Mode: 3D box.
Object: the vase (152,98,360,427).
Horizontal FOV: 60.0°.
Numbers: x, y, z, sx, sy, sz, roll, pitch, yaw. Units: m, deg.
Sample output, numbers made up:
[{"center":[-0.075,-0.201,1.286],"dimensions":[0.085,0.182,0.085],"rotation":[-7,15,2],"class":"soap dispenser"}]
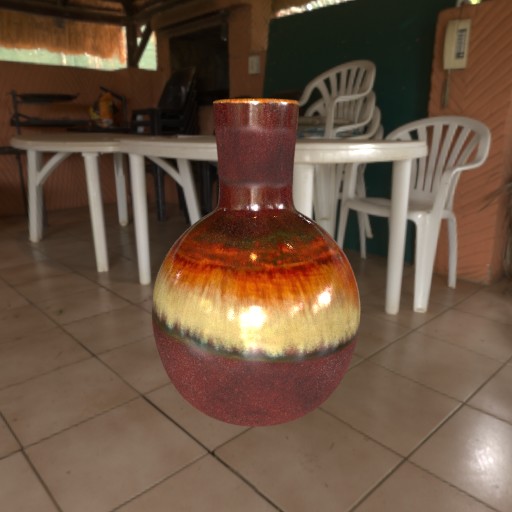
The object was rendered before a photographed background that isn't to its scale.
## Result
[{"center":[0.000,0.000,0.234],"dimensions":[0.111,0.154,0.111],"rotation":[0,16,0],"class":"vase"}]
